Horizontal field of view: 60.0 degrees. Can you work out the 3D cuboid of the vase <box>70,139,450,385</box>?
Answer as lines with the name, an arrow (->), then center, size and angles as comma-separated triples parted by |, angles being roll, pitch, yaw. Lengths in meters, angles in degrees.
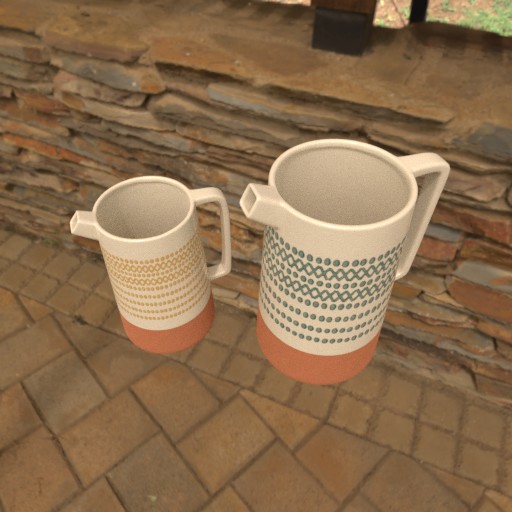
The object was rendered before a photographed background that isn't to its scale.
vase -> 0.000, 0.000, 0.466 | 0.326, 0.247, 0.168 | 14, 48, 13
